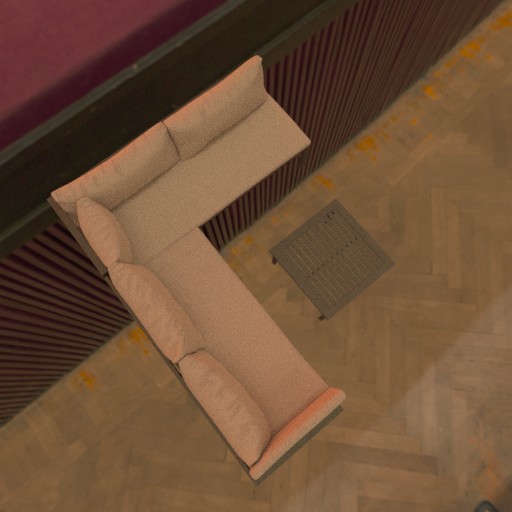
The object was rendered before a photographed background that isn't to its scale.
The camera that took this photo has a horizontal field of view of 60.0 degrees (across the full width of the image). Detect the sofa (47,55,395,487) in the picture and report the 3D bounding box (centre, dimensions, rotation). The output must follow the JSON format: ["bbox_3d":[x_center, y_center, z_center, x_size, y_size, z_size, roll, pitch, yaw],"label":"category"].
[{"bbox_3d":[0.000,0.000,2.922,1.658,0.758,2.096,-38,79,-9],"label":"sofa"}]
